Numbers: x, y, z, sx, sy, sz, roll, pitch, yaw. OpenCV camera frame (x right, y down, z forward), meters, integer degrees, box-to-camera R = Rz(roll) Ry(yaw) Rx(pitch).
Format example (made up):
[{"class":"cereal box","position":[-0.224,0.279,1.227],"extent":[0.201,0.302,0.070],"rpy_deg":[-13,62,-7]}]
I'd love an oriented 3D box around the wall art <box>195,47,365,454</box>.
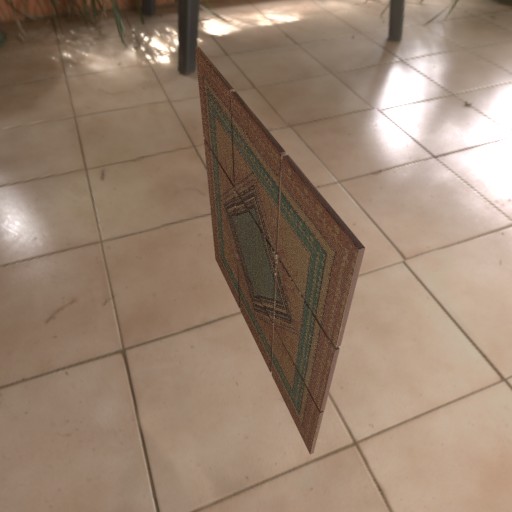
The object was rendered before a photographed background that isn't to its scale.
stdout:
[{"class":"wall art","position":[0.000,0.000,1.355],"extent":[0.013,0.914,0.915],"rpy_deg":[-17,48,-15]}]
